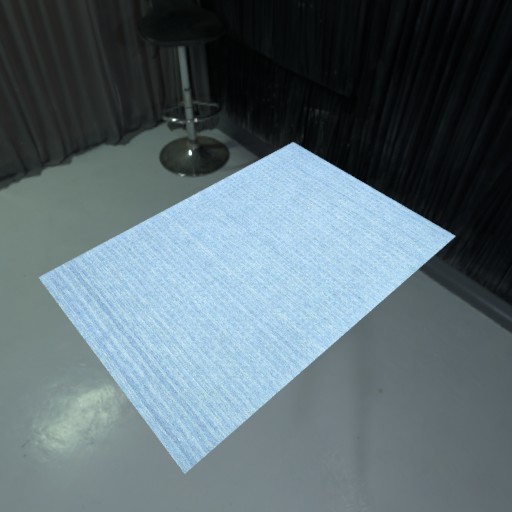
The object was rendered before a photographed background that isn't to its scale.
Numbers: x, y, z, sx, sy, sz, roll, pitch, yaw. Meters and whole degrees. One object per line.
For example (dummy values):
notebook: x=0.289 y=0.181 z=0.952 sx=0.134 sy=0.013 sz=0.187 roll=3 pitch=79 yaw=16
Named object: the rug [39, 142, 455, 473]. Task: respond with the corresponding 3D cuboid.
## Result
rug: x=0.000 y=0.000 z=3.705 sx=2.895 sy=0.006 sz=1.982 roll=-33 pitch=55 yaw=-27
